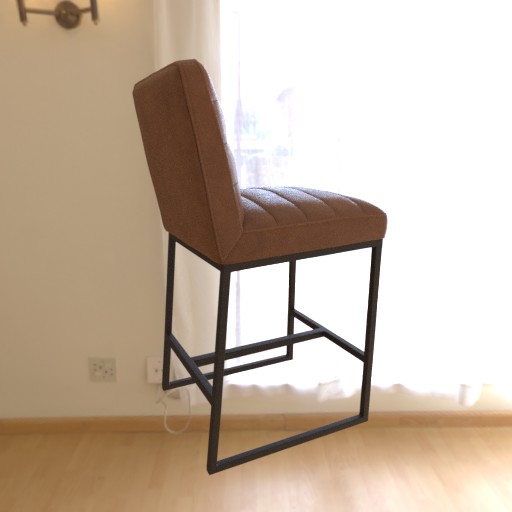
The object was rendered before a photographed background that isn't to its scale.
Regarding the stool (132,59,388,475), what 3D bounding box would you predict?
[{"bbox_3d":[0.000,0.000,1.244,0.556,0.940,0.458,-7,16,-25],"label":"stool"}]
